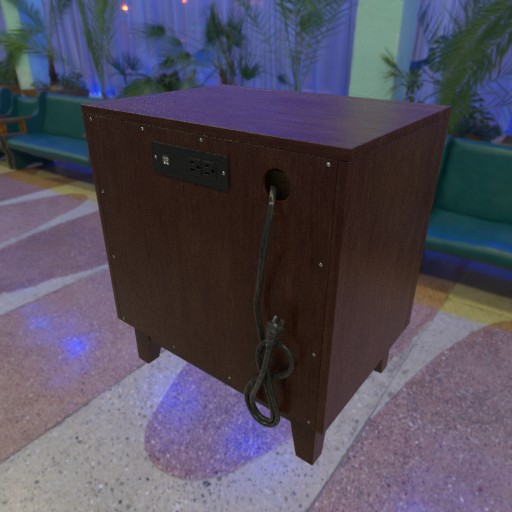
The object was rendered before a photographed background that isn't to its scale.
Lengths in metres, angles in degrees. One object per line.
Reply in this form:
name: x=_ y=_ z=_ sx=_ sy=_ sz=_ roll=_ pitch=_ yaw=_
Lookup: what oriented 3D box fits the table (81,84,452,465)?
table: x=0.000 y=0.000 z=0.943 sx=0.557 sy=0.609 sz=0.449 roll=20 pitch=33 yaw=33
